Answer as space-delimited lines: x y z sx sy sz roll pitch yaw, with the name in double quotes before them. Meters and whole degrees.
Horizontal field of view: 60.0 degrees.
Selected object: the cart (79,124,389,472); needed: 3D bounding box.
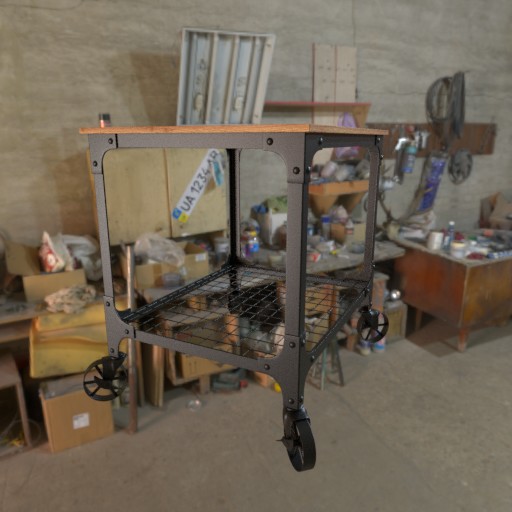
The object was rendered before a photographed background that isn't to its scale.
"cart" 0.000 0.000 1.096 0.558 0.603 0.666 7 17 26
